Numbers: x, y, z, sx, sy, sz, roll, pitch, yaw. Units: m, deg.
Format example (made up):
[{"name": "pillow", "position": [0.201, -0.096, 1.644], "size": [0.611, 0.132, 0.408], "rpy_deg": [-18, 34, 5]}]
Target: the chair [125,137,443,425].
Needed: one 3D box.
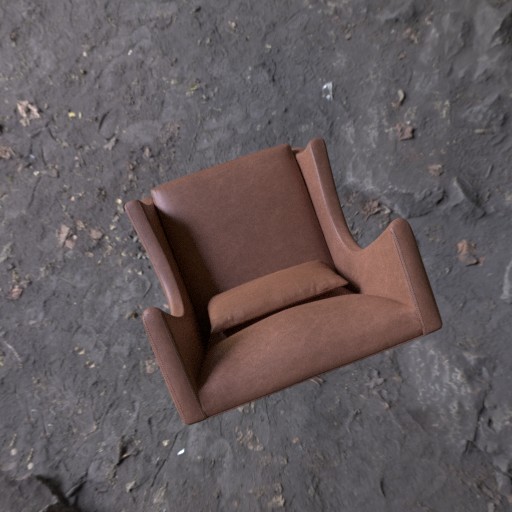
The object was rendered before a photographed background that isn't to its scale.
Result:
[{"name": "chair", "position": [0.000, 0.000, 1.698], "size": [0.815, 1.088, 0.913], "rpy_deg": [-20, 78, -4]}]
